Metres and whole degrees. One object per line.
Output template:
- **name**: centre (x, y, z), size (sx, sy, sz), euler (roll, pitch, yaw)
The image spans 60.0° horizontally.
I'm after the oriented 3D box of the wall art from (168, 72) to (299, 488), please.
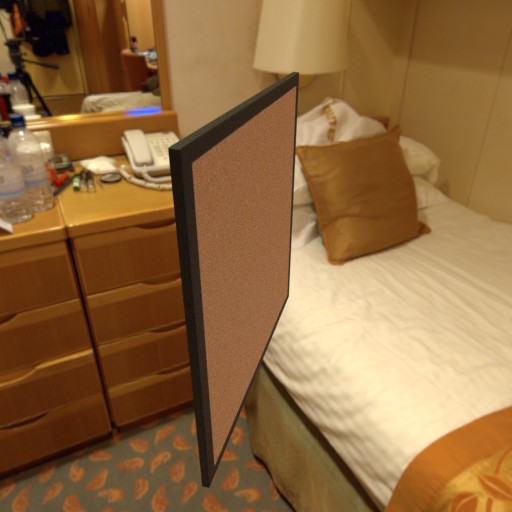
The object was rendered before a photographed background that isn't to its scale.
- **wall art**: centre (0.000, 0.000, 0.958), size (0.016, 0.659, 0.663), euler (9, 31, 15)
